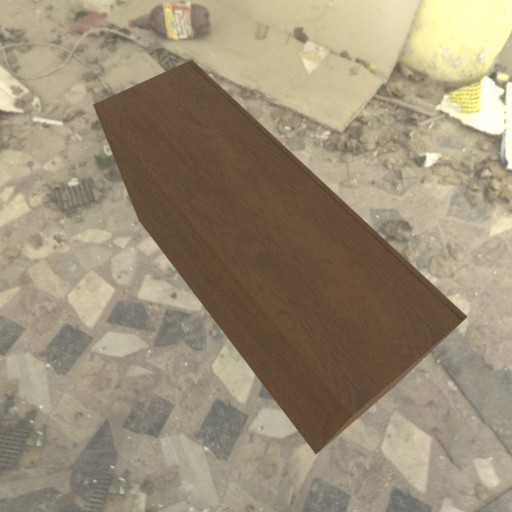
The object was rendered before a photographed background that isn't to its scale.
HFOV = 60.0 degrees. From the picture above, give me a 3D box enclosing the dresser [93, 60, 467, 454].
[{"bbox_3d":[0.000,0.000,1.954,0.512,0.889,1.523,-33,65,-18],"label":"dresser"}]
